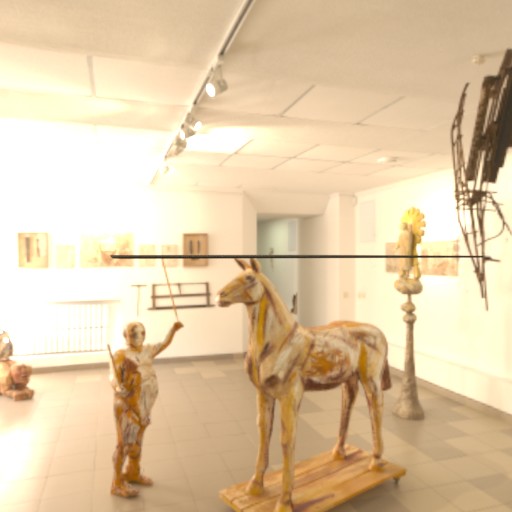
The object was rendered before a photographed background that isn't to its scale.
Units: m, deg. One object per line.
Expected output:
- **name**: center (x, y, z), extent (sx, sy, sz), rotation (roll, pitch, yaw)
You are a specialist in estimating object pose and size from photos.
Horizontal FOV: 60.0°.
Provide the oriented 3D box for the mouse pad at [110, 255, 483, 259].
- **mouse pad**: center (0.000, 0.000, 0.631), extent (0.393, 0.002, 0.451), rotation (0, 0, -18)
